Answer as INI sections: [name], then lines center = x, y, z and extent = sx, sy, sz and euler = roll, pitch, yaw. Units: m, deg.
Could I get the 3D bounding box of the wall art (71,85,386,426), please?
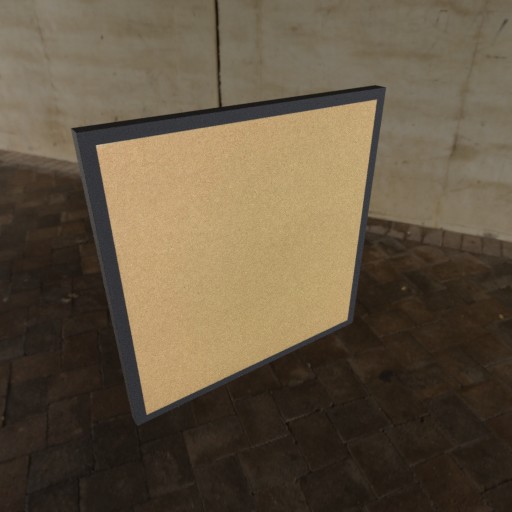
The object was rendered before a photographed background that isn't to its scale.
[wall art]
center = 0.000, 0.000, 1.147
extent = 0.762, 0.760, 0.037
euler = -19, 36, -28
